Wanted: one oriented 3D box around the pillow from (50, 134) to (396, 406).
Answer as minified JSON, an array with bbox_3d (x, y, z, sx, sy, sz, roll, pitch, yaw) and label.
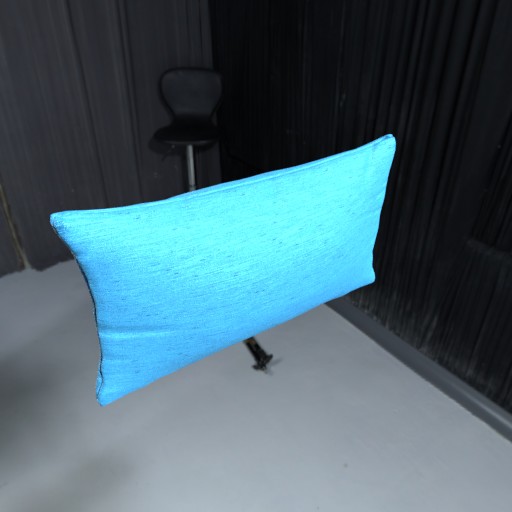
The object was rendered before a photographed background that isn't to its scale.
[{"bbox_3d":[0.000,0.000,0.789,0.633,0.338,0.210,-20,36,-29],"label":"pillow"}]
